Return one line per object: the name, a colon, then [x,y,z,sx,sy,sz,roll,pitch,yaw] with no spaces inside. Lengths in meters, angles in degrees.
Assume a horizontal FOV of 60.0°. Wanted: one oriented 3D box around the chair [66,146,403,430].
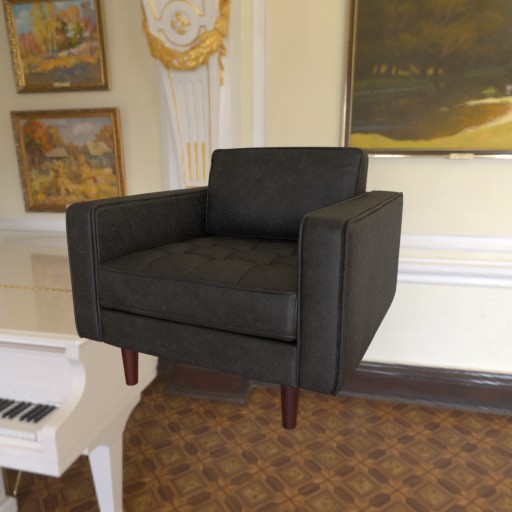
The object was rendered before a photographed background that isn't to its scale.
chair: [0.000,0.000,1.579,0.889,0.763,0.914,6,14,25]
